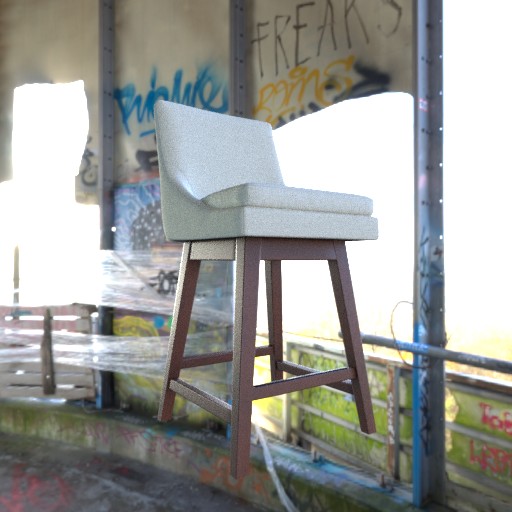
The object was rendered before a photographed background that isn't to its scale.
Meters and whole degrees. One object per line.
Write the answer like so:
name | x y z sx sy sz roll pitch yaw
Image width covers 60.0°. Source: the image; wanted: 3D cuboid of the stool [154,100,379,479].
stool | 0.000 0.000 1.324 0.469 0.991 0.559 0 0 -35
